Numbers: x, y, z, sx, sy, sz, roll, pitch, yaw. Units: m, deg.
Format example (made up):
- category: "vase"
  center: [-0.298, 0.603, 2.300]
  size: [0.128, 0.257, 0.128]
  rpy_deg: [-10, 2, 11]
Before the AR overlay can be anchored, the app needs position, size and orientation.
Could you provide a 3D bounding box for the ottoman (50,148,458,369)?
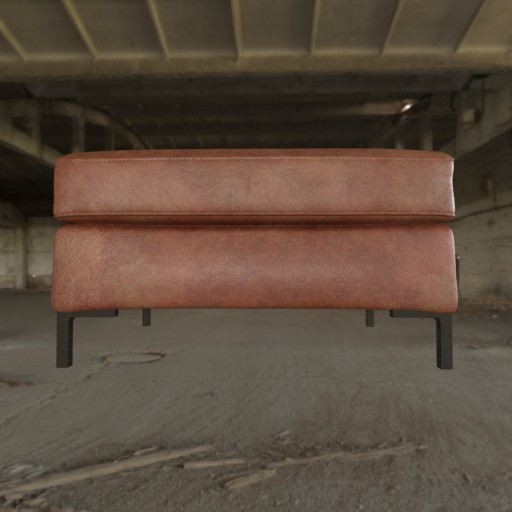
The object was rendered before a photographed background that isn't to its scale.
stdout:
- category: "ottoman"
  center: [0.000, 0.000, 1.739]
  size: [1.186, 0.667, 0.965]
  rpy_deg: [0, -1, 1]
